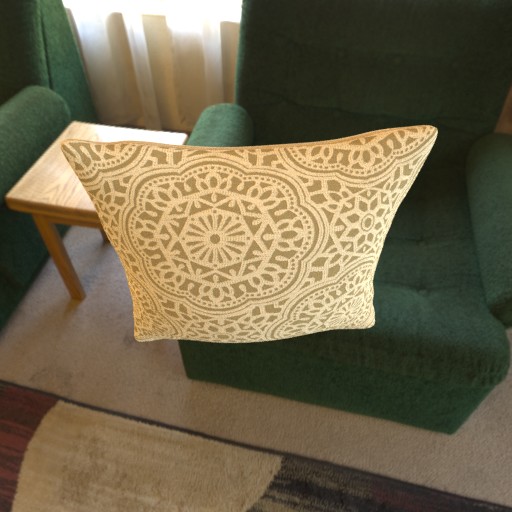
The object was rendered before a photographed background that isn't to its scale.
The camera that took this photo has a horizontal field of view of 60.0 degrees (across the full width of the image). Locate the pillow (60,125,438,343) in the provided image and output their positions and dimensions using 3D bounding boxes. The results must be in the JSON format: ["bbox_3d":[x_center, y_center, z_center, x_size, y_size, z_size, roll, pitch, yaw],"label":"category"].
[{"bbox_3d":[0.000,0.000,0.657,0.438,0.421,0.167,-3,48,-3],"label":"pillow"}]
